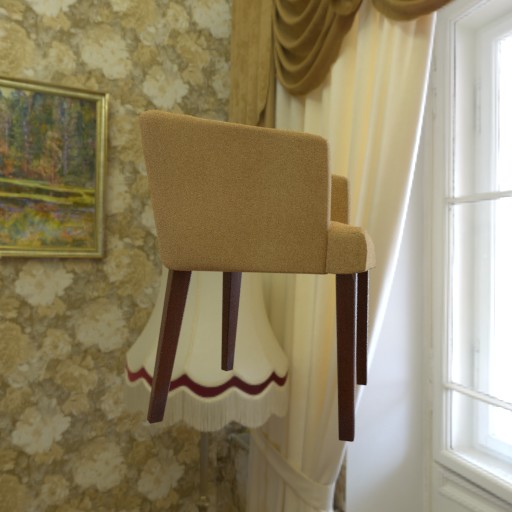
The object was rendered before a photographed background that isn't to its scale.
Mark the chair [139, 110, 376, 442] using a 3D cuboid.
[{"bbox_3d":[0.000,0.000,1.280,0.655,0.811,0.583,0,0,17],"label":"chair"}]
